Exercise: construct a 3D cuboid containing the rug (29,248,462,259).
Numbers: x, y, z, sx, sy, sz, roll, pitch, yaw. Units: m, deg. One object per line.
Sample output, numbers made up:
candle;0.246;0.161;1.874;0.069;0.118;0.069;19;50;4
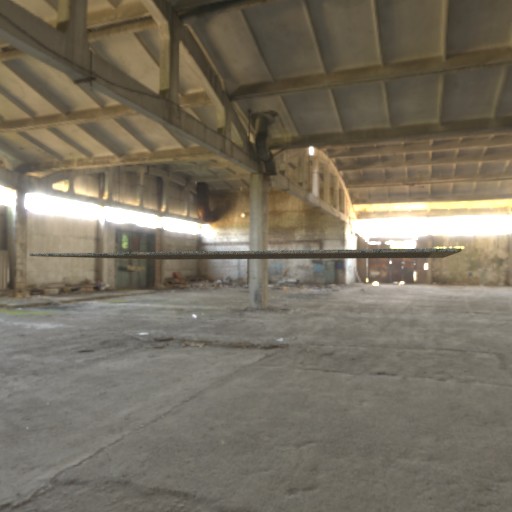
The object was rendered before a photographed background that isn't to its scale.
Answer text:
rug;0.000;0.000;3.029;2.439;0.015;1.524;0;-1;20
